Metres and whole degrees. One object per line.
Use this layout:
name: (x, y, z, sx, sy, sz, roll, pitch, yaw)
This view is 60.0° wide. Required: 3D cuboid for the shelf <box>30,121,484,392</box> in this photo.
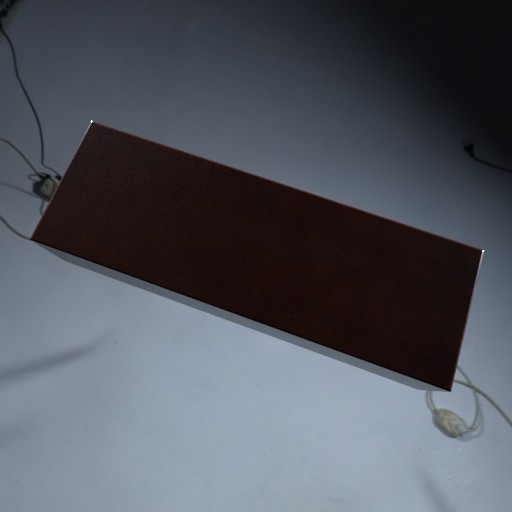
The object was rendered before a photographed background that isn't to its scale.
shelf: (0.000, 0.000, 0.512, 0.457, 0.088, 0.152, 19, 75, 5)
